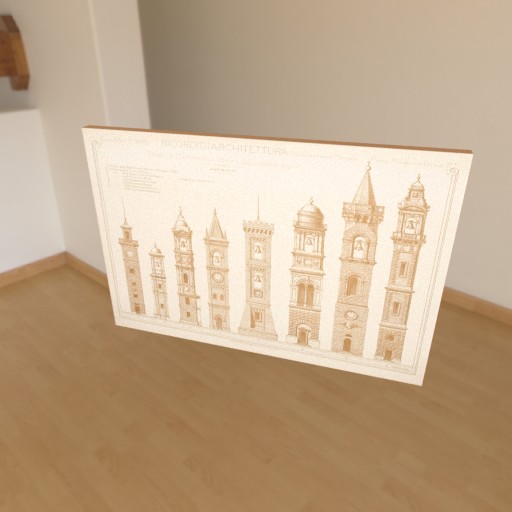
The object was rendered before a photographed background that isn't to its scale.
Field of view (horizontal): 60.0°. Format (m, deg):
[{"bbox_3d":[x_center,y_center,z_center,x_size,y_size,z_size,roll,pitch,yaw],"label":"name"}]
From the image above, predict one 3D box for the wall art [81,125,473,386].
[{"bbox_3d":[0.000,0.000,1.153,0.915,0.608,0.033,8,28,15],"label":"wall art"}]
